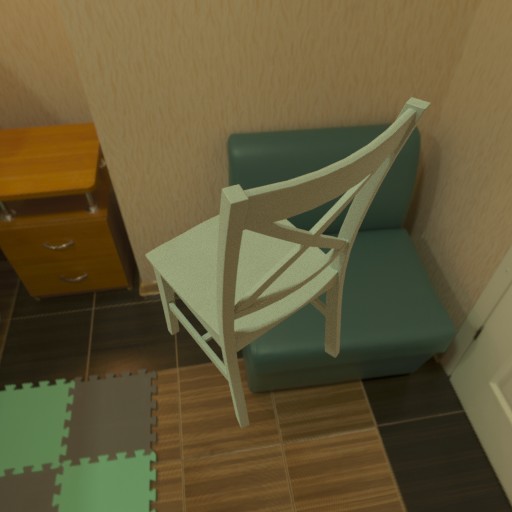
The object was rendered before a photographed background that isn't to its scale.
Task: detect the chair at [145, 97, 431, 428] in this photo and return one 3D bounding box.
[{"bbox_3d":[0.000,0.000,1.260,0.485,0.983,0.542,-30,54,-25],"label":"chair"}]
